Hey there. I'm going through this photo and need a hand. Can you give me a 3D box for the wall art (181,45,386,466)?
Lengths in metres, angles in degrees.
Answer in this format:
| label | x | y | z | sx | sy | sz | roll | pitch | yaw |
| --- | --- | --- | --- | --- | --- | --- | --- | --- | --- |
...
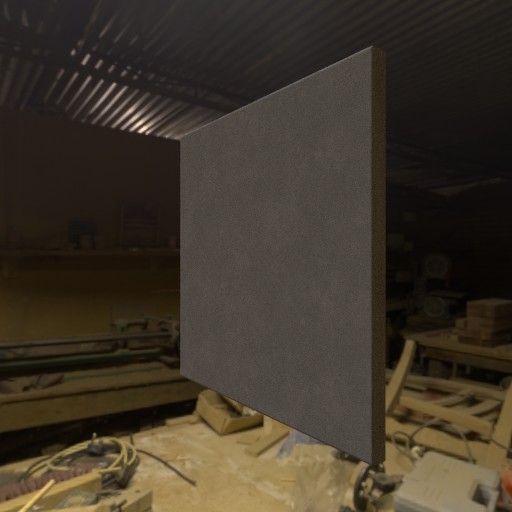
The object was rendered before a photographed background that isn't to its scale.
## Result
| label | x | y | z | sx | sy | sz | roll | pitch | yaw |
| --- | --- | --- | --- | --- | --- | --- | --- | --- | --- |
| wall art | 0.000 | 0.000 | 0.444 | 0.015 | 0.303 | 0.303 | 0 | 0 | -36 |
